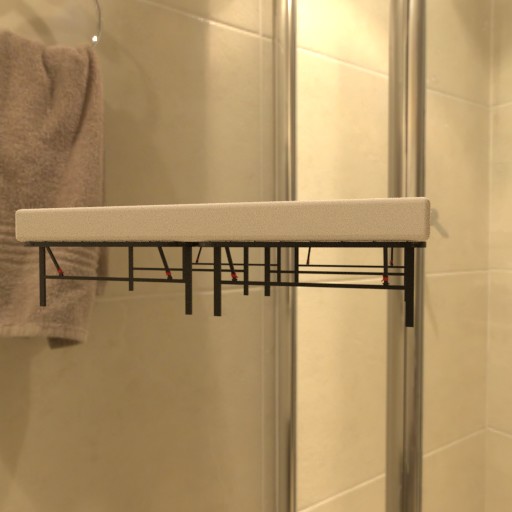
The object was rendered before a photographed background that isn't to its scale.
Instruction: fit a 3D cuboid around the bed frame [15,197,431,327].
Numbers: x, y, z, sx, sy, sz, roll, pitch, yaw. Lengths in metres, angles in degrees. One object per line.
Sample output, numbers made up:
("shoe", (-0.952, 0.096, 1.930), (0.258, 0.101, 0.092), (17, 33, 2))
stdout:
("bed frame", (0.000, 0.000, 2.921), (2.033, 0.525, 1.935), (1, 2, 18))
